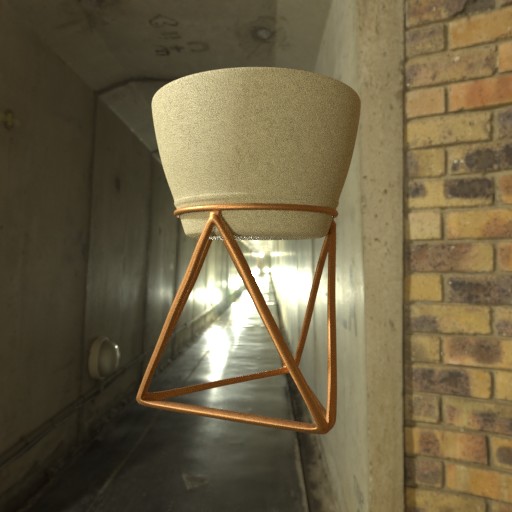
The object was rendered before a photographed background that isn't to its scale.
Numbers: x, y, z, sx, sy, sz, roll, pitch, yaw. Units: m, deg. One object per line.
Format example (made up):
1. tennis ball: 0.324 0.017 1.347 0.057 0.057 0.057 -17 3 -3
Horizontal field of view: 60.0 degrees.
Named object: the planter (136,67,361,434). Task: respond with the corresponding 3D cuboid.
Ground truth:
1. planter: 0.000 0.000 0.762 0.350 0.504 0.350 0 0 -36
